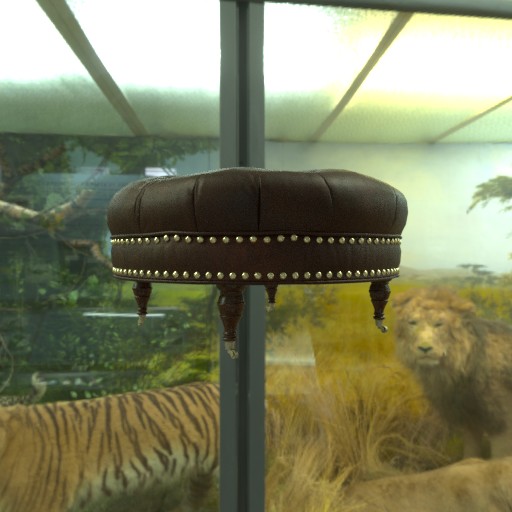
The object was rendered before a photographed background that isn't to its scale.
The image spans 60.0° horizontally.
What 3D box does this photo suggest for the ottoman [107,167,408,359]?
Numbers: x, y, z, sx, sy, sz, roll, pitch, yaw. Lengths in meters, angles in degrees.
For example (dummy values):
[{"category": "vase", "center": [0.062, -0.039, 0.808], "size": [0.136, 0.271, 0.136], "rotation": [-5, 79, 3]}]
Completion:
[{"category": "ottoman", "center": [0.000, 0.000, 1.374], "size": [0.901, 0.455, 0.901], "rotation": [0, 1, 0]}]
